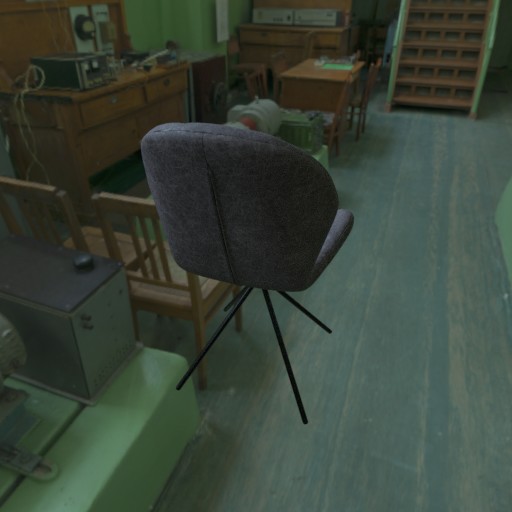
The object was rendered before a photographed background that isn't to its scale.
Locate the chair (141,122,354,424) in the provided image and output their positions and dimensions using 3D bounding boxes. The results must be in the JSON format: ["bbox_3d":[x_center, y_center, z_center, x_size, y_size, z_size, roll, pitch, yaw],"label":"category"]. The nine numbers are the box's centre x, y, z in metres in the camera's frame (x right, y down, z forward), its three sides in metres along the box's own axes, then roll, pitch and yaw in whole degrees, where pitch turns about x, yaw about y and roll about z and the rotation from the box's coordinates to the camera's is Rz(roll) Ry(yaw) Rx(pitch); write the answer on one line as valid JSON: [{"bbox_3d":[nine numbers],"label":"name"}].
[{"bbox_3d":[0.000,0.000,1.319,0.527,0.934,0.640,10,33,15],"label":"chair"}]
